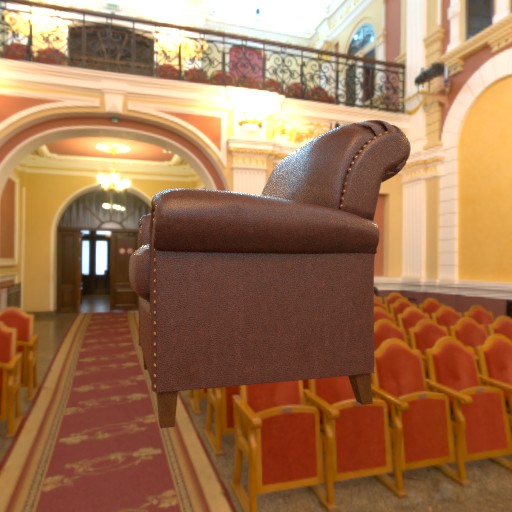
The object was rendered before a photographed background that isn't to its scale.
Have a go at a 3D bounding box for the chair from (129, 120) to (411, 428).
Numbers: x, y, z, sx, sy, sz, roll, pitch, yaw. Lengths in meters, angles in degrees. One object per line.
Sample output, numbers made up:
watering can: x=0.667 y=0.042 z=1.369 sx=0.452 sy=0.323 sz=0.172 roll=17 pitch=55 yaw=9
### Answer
chair: x=0.000 y=0.000 z=1.634 sx=0.890 sy=0.927 sz=0.854 roll=0 pitch=-1 yaw=-18
